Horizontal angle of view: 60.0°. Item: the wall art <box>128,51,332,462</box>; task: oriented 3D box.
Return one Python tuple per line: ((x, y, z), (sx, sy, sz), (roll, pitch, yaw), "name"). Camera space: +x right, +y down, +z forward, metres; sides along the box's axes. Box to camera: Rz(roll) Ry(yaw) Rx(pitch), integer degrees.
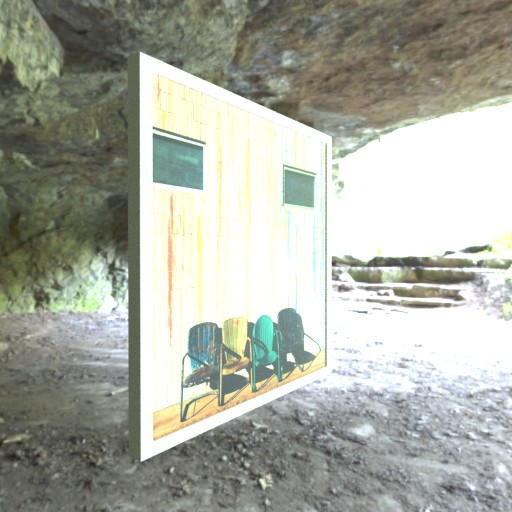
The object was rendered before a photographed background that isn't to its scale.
((0.000, 0.000, 1.135), (0.036, 0.760, 0.760), (0, 1, 37), "wall art")
